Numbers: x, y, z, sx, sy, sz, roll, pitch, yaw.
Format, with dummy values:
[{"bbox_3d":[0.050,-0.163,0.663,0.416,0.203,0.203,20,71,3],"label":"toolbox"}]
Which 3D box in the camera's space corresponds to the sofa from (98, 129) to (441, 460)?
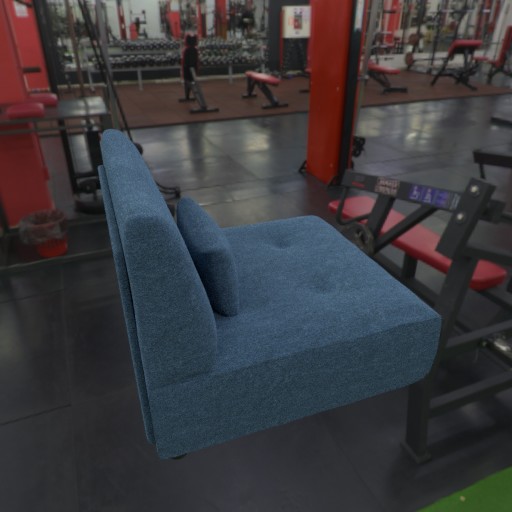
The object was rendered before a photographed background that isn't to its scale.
[{"bbox_3d":[0.000,0.000,1.657,1.000,0.820,0.930,-10,31,-18],"label":"sofa"}]
